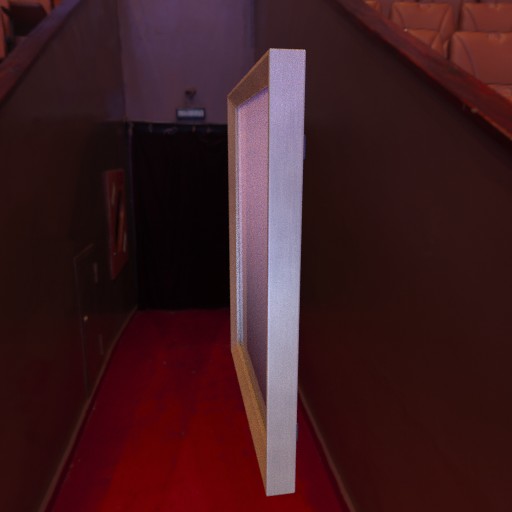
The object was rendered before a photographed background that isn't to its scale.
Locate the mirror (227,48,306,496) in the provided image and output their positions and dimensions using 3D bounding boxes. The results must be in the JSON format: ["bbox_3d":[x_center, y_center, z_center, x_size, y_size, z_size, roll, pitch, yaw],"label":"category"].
[{"bbox_3d":[0.000,0.000,0.682,0.041,0.509,0.406,-2,14,-9],"label":"mirror"}]
